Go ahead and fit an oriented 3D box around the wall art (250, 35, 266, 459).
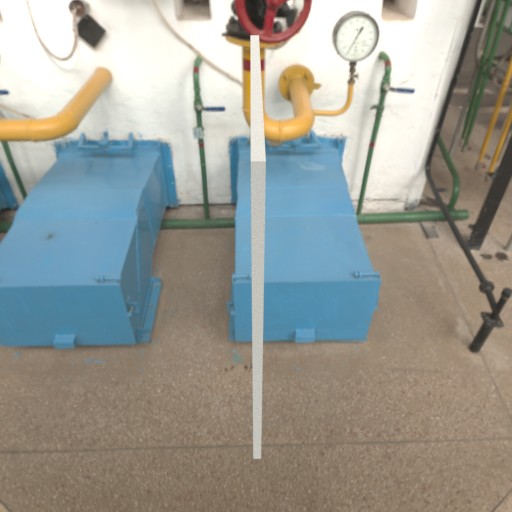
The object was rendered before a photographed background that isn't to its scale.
[{"bbox_3d":[0.000,0.000,0.684,0.013,0.533,0.381,0,41,0],"label":"wall art"}]
